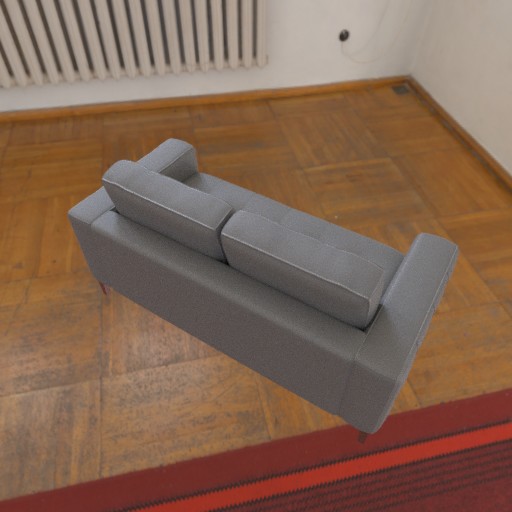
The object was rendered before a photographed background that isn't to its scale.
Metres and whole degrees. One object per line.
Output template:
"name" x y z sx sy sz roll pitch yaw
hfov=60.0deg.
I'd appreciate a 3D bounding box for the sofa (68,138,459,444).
"sofa" 0.000 0.000 2.223 1.726 0.892 0.833 25 51 21
